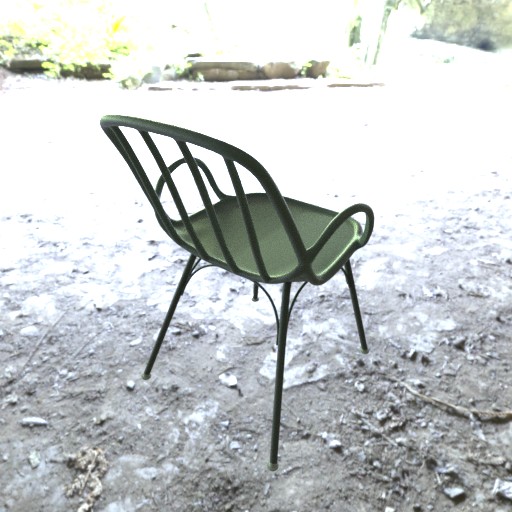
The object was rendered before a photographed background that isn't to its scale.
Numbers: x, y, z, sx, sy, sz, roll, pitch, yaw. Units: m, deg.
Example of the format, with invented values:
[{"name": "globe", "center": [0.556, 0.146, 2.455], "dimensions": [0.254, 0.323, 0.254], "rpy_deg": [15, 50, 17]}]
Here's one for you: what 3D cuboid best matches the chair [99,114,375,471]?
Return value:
[{"name": "chair", "center": [0.000, 0.000, 1.183], "dimensions": [0.549, 0.816, 0.597], "rpy_deg": [22, 37, 33]}]
